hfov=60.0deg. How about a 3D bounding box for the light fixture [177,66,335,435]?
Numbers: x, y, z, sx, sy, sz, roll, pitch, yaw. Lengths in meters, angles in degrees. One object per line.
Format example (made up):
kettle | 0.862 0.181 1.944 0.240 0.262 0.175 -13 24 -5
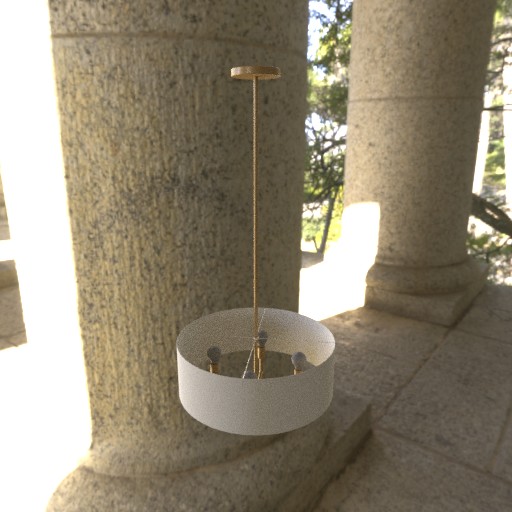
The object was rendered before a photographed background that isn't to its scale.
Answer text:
light fixture | 0.000 0.000 1.363 0.508 1.067 0.508 0 16 0
